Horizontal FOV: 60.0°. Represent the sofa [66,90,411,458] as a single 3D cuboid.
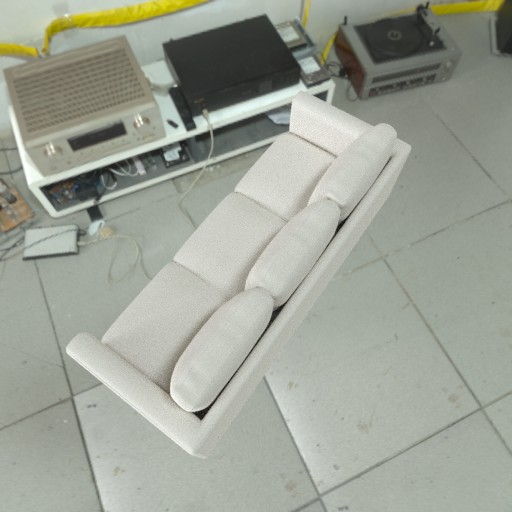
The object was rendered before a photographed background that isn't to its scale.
[{"bbox_3d":[0.000,0.000,2.530,0.802,0.912,2.029,33,68,15],"label":"sofa"}]
